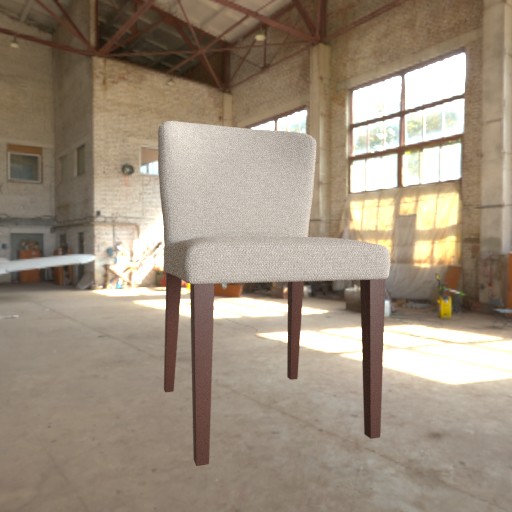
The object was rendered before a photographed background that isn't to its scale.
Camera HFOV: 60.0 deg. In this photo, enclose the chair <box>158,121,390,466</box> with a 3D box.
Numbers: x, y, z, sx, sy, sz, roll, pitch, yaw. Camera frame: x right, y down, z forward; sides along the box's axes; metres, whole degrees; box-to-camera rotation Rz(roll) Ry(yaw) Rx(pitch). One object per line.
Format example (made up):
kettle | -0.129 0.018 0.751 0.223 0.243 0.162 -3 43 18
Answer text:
chair | 0.000 0.000 1.210 0.491 0.839 0.589 0 1 -18
